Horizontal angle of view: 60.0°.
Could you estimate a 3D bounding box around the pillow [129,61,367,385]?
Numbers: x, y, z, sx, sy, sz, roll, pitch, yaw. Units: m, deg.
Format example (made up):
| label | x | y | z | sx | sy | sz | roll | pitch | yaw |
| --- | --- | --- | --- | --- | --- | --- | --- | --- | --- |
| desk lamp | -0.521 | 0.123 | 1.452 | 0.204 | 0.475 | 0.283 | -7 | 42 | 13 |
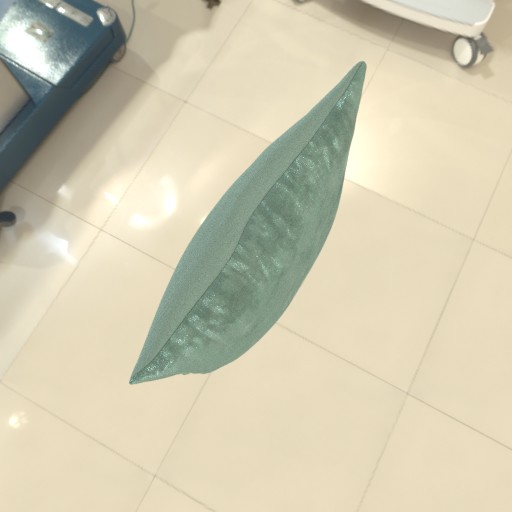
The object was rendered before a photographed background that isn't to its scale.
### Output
| label | x | y | z | sx | sy | sz | roll | pitch | yaw |
| --- | --- | --- | --- | --- | --- | --- | --- | --- | --- |
| pillow | 0.000 | 0.000 | 0.718 | 0.175 | 0.464 | 0.470 | 34 | 77 | 9 |
